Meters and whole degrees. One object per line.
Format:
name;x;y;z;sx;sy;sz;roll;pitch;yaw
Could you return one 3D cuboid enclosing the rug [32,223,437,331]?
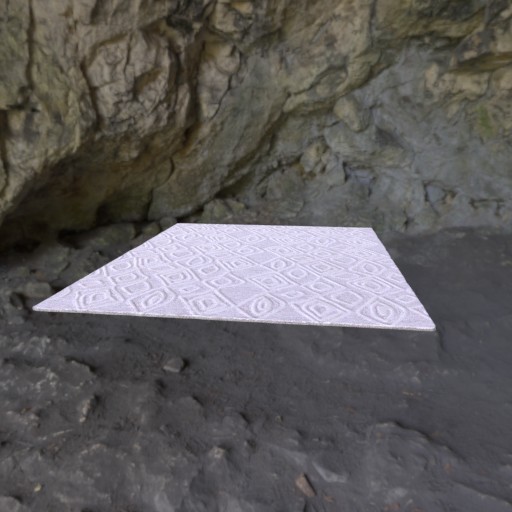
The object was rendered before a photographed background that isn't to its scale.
rug;0.000;0.000;4.079;2.449;0.025;3.049;2;14;7
